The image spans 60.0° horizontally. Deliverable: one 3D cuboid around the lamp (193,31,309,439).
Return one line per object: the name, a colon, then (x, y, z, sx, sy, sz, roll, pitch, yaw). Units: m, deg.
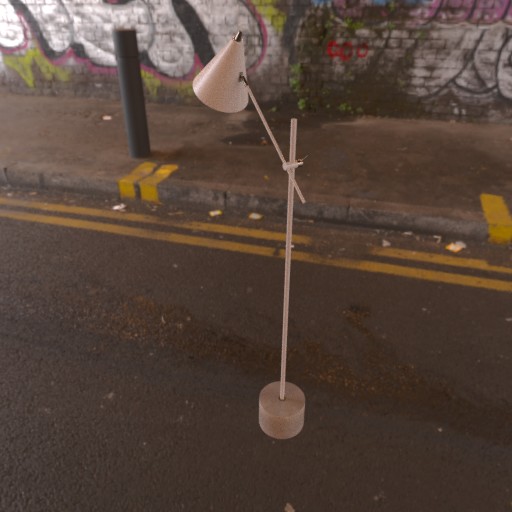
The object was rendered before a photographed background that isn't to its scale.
lamp: (0.000, 0.000, 1.582, 0.223, 1.430, 0.508, -19, 35, -28)
